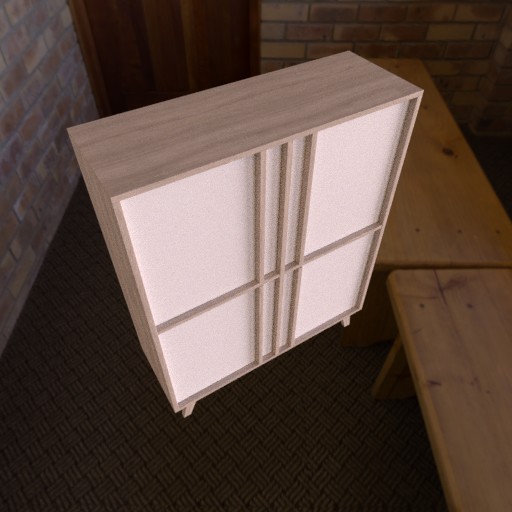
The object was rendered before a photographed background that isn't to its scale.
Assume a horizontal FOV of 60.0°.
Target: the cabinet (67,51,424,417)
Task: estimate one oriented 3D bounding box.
[{"bbox_3d":[0.000,0.000,1.936,1.111,1.388,0.398,-24,51,-21],"label":"cabinet"}]
